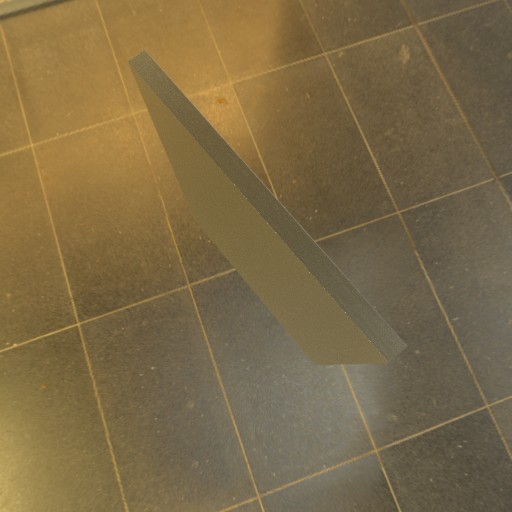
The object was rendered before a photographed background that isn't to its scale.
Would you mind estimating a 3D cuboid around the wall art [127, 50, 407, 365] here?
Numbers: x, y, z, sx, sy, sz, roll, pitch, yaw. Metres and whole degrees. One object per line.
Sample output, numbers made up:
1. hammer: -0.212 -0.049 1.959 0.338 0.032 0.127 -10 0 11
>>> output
1. wall art: 0.000 0.000 0.755 0.025 0.569 0.444 -39 79 -9
